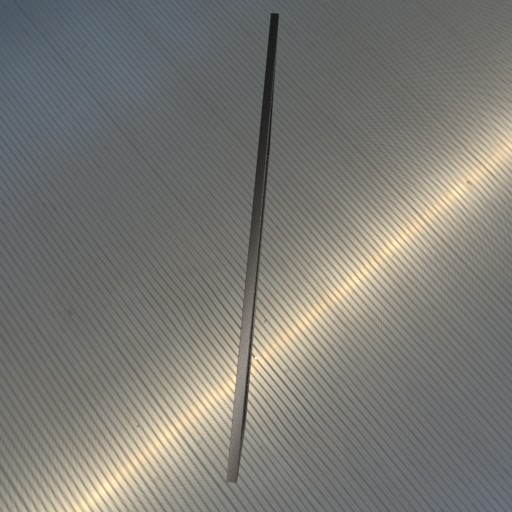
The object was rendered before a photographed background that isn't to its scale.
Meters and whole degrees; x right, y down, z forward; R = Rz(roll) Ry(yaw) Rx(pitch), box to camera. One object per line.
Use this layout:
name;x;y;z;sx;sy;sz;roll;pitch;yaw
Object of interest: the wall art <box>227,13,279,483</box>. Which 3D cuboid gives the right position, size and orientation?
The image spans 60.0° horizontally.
wall art;0.000;0.000;0.821;0.013;0.447;0.660;5;77;1
